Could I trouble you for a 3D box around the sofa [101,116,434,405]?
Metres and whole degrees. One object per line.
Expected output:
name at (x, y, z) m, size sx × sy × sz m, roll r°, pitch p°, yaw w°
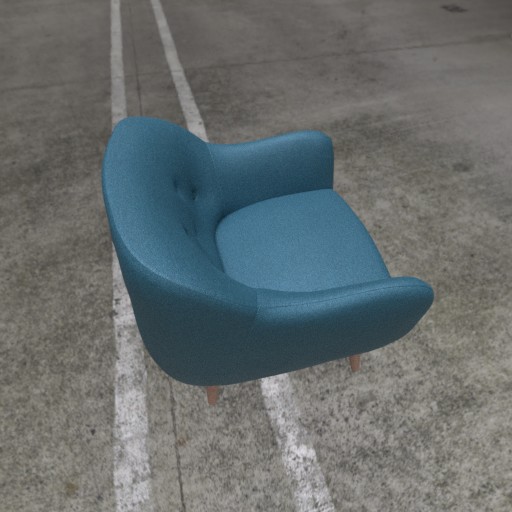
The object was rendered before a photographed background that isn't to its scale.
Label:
sofa at (0.000, 0.000, 1.497) m, size 0.825 × 0.817 × 0.836 m, roll -10°, pitch 47°, yaw -10°
